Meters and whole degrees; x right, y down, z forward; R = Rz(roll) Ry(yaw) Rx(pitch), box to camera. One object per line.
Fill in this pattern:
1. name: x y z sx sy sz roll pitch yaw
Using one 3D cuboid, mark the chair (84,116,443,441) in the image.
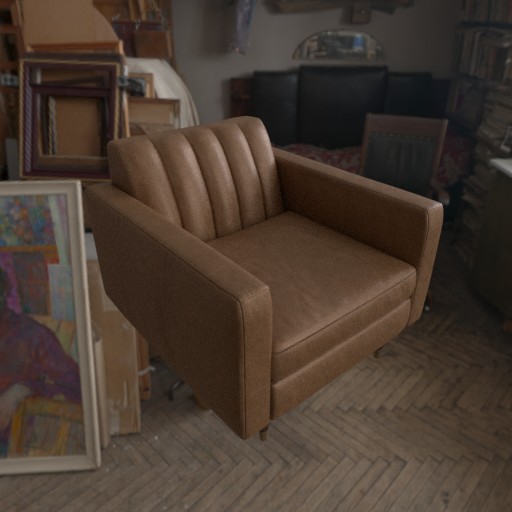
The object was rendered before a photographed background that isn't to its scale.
1. chair: 0.000 0.000 1.710 0.953 0.819 0.998 -23 37 -34
